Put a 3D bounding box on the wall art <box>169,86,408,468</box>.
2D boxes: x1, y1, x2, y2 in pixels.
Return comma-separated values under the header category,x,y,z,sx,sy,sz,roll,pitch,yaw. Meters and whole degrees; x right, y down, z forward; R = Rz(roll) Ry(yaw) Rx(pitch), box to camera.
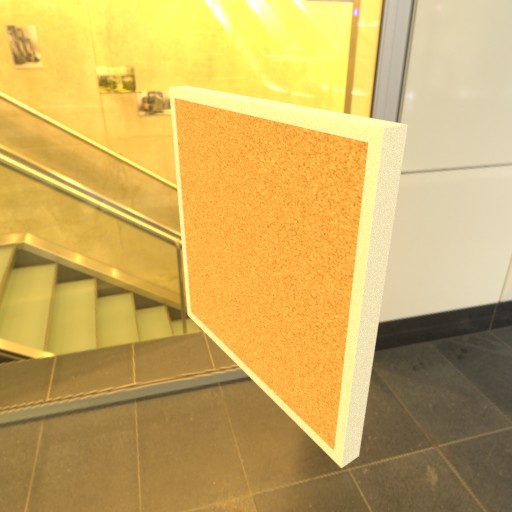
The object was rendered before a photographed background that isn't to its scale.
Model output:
category,x,y,z,sx,sy,sz,roll,pitch,yaw
wall art,0.000,0.000,0.758,0.038,0.505,0.506,-17,31,-31
